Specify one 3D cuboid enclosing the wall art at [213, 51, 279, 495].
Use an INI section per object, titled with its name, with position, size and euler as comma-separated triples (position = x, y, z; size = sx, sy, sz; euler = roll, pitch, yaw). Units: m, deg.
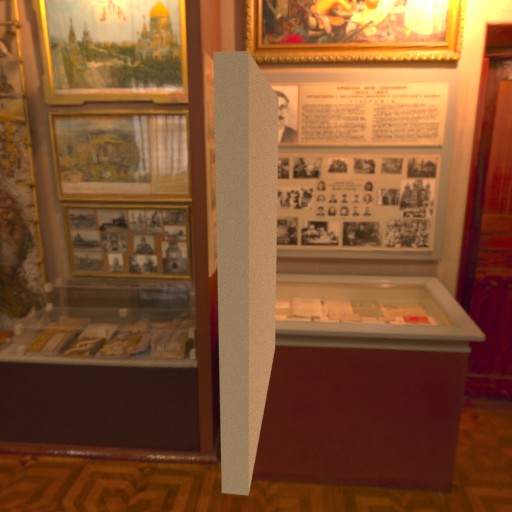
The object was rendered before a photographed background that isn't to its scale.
[wall art]
position = 0.000, 0.000, 0.750
size = 0.039, 0.553, 0.451
euler = 2, 14, 7
